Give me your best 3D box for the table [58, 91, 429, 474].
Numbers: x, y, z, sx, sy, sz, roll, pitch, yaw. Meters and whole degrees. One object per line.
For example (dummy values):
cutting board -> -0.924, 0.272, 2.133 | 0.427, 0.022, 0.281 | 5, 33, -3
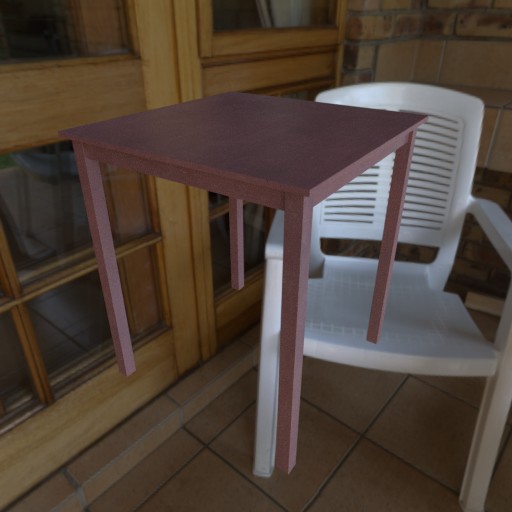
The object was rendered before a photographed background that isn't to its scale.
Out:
table -> 0.000, 0.000, 1.677 | 0.861, 0.991, 0.861 | 19, 34, 30
